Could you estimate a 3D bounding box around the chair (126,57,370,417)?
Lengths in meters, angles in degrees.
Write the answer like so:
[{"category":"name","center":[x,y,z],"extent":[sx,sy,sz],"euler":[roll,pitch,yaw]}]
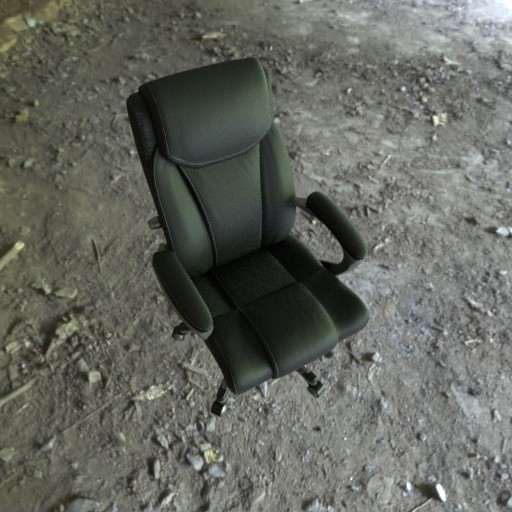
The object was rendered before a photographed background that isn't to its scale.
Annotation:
[{"category":"chair","center":[0.000,0.000,1.637],"extent":[0.741,1.167,0.784],"euler":[-23,51,-20]}]
